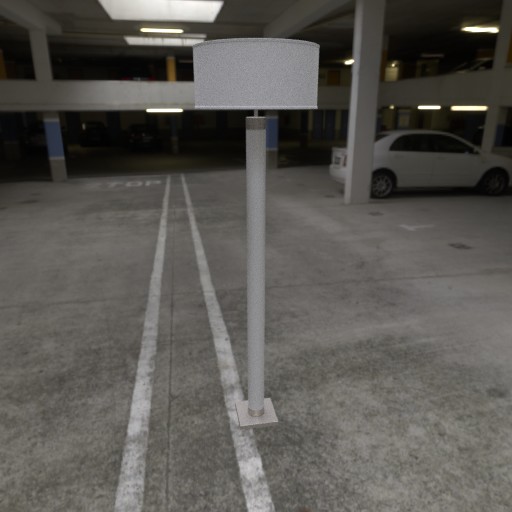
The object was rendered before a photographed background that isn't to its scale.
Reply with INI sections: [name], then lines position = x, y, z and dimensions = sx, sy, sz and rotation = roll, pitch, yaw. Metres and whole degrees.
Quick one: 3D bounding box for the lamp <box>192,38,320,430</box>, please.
[lamp]
position = 0.000, 0.000, 1.700
dimensions = 0.420, 1.475, 0.420
rotation = -3, 19, -10
